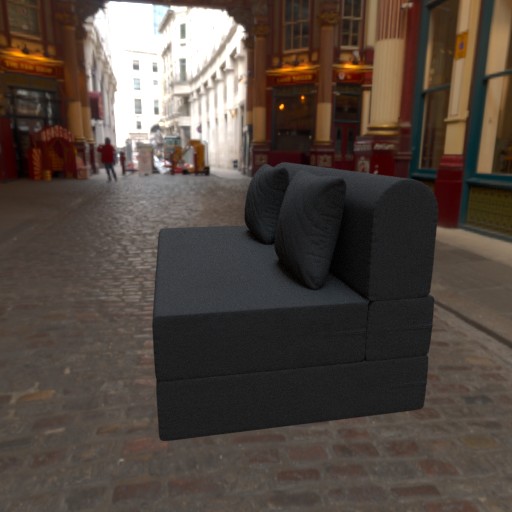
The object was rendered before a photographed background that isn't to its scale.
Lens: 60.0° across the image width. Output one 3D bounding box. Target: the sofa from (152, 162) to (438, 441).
[{"bbox_3d":[0.000,0.000,1.726,0.762,0.670,1.225,-3,14,-11],"label":"sofa"}]
